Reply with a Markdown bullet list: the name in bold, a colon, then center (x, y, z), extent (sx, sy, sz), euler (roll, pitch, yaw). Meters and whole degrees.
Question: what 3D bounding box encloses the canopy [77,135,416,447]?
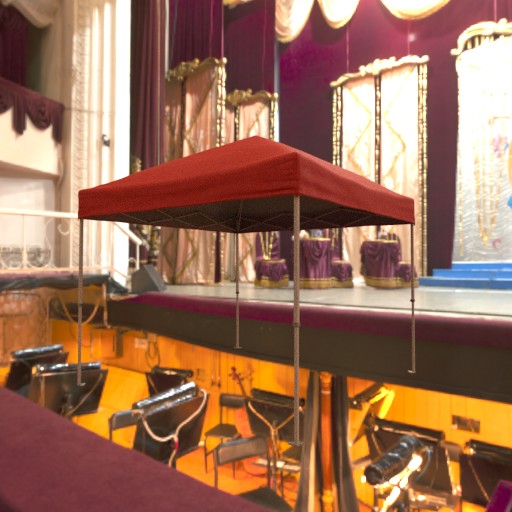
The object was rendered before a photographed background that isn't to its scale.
- **canopy**: center (0.000, 0.000, 5.467), extent (2.998, 2.997, 2.996), euler (-1, -2, 36)
